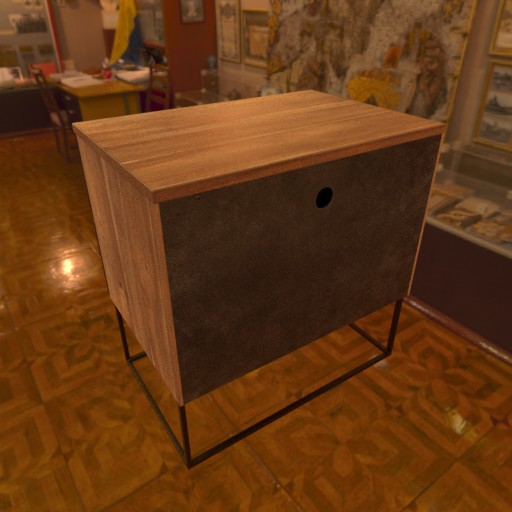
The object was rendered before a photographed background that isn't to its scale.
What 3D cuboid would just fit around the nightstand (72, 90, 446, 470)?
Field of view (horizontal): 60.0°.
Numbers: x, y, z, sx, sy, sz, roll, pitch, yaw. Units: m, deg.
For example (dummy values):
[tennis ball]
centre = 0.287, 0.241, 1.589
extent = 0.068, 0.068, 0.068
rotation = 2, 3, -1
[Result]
[nightstand]
centre = 0.000, 0.000, 1.026
extent = 0.605, 0.611, 0.427
rotation = -19, 36, -28
